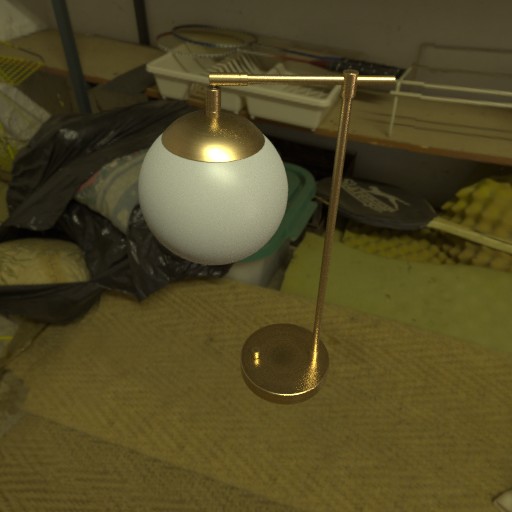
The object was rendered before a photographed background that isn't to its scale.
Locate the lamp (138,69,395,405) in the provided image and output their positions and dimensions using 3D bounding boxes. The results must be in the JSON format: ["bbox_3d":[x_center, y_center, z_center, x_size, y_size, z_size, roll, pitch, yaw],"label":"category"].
[{"bbox_3d":[0.000,0.000,0.694,0.324,0.559,0.207,1,39,1],"label":"lamp"}]
